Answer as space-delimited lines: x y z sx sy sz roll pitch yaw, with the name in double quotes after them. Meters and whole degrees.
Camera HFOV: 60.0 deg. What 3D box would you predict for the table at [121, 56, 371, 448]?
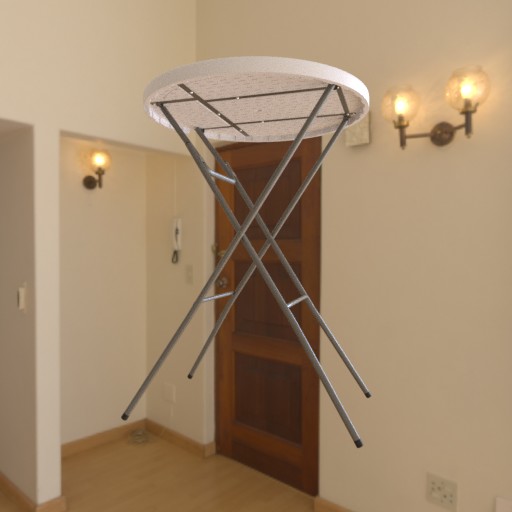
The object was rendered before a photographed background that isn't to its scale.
0.000 0.000 1.611 0.795 1.105 0.792 0 1 17 "table"
